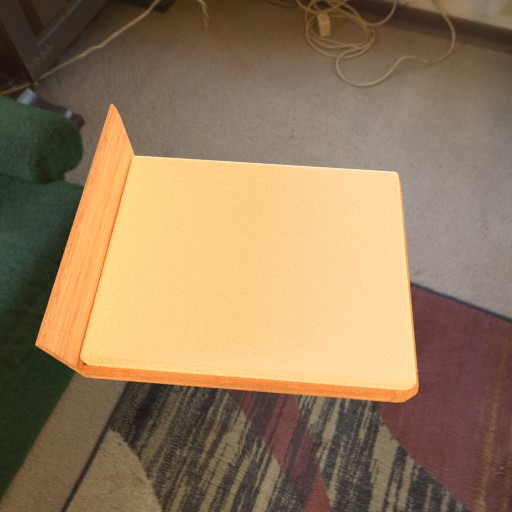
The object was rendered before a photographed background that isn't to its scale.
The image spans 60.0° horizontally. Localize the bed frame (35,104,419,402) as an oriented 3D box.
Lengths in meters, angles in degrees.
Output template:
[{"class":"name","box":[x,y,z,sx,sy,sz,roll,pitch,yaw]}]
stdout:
[{"class":"bed frame","box":[0.000,0.000,2.979,2.092,0.940,1.660,4,63,2]}]
